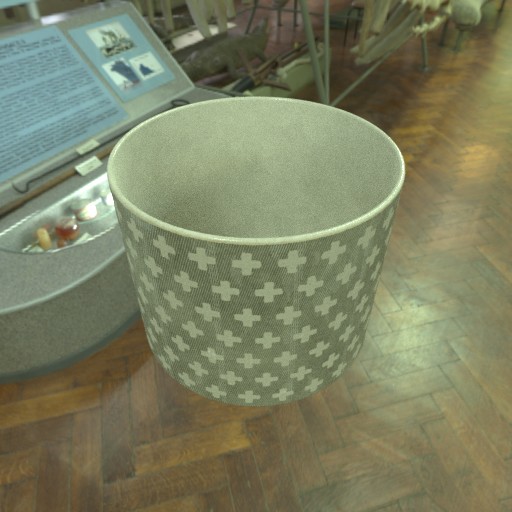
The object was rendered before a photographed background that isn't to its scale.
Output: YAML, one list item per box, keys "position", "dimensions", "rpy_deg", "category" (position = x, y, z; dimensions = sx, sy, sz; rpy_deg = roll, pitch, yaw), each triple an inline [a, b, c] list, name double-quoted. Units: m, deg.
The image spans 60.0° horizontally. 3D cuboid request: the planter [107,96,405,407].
- position: [0.000, 0.000, 0.349]
  dimensions: [0.190, 0.181, 0.190]
  rpy_deg: [0, 41, 0]
  category: "planter"
